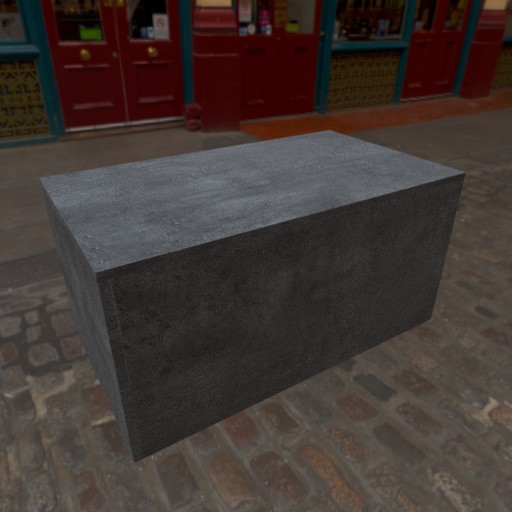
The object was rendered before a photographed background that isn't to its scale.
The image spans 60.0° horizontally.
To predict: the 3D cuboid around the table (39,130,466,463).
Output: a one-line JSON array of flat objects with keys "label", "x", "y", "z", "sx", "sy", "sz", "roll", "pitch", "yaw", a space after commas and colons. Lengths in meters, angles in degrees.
[{"label": "table", "x": 0.000, "y": 0.000, "z": 0.920, "sx": 0.700, "sy": 0.350, "sz": 0.400, "roll": -17, "pitch": 33, "yaw": -28}]
